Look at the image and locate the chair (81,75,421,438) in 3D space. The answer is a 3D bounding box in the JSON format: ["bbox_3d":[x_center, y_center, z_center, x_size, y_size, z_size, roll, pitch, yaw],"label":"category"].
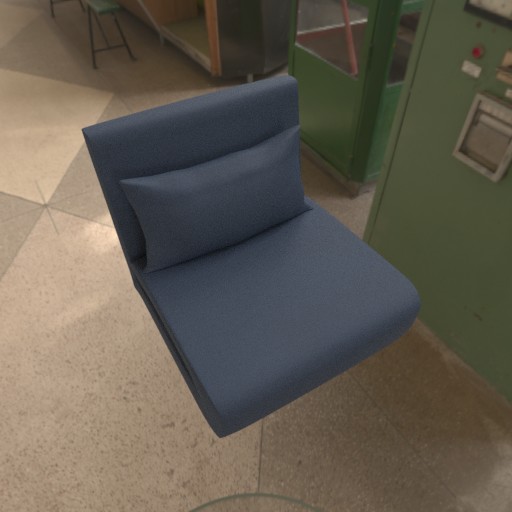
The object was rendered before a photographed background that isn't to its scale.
[{"bbox_3d":[0.000,0.000,1.523,0.770,0.808,0.900,-23,50,-21],"label":"chair"}]
